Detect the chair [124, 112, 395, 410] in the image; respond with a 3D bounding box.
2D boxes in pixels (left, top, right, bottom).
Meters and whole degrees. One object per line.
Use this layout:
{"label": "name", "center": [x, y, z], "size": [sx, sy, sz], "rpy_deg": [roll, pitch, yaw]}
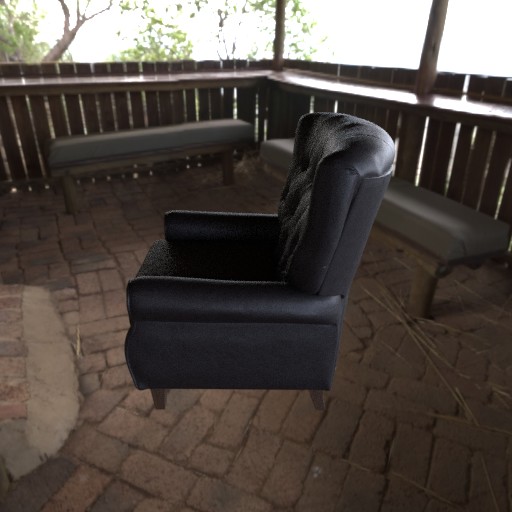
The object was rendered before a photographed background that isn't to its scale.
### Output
{"label": "chair", "center": [0.000, 0.000, 1.967], "size": [1.058, 1.158, 0.948], "rpy_deg": [0, 26, 0]}
